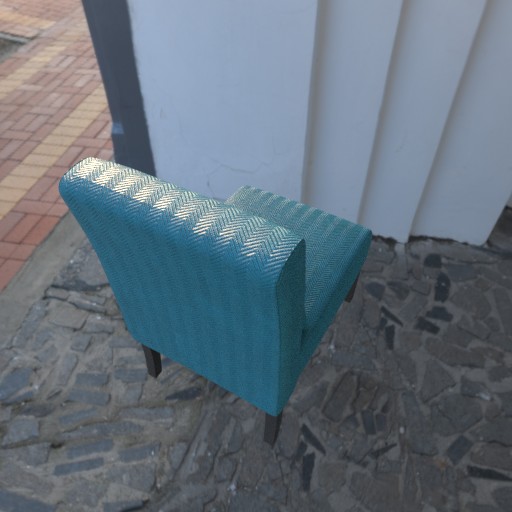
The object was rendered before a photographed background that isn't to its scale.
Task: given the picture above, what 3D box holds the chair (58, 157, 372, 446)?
[{"bbox_3d":[0.000,0.000,1.435,0.579,0.927,0.808,23,50,20],"label":"chair"}]
